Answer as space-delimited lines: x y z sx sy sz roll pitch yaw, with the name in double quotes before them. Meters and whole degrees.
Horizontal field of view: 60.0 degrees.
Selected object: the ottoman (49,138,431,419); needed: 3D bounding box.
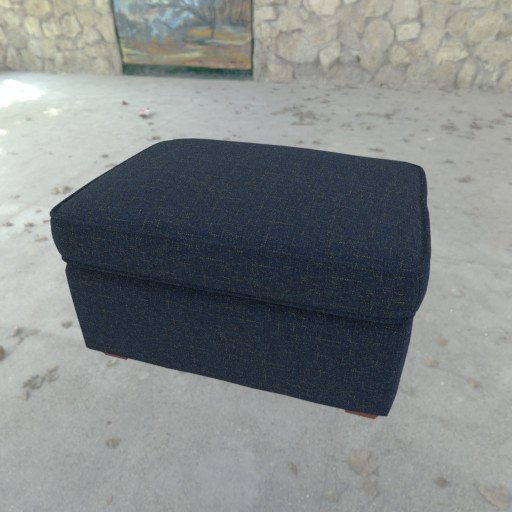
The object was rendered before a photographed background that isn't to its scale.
"ottoman" 0.000 0.000 1.093 0.749 0.450 0.549 9 33 14
